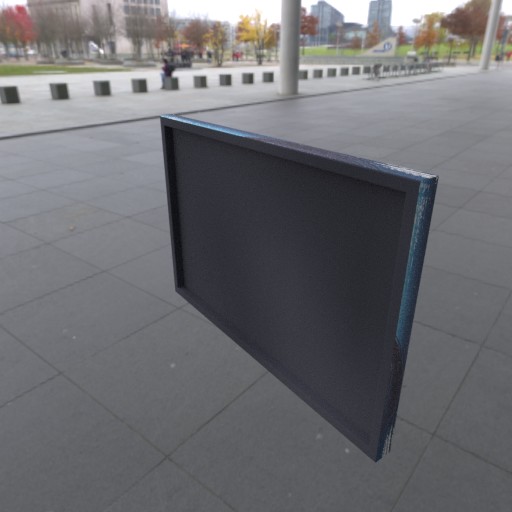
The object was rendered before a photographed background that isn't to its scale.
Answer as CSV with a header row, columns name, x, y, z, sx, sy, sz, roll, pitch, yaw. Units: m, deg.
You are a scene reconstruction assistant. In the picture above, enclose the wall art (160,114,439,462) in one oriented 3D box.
name,x,y,z,sx,sy,sz,roll,pitch,yaw
wall art,0.000,0.000,0.768,0.033,0.406,0.609,-17,30,-33
